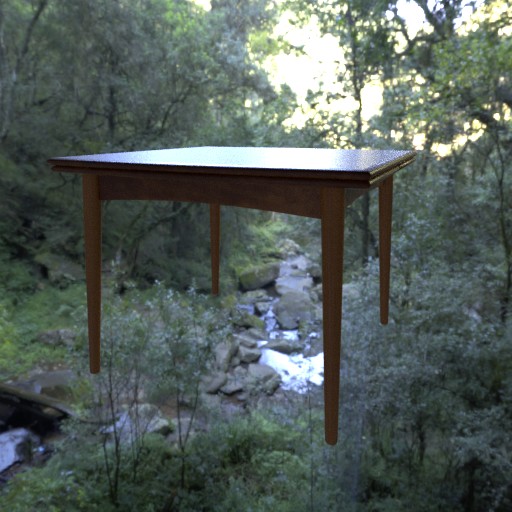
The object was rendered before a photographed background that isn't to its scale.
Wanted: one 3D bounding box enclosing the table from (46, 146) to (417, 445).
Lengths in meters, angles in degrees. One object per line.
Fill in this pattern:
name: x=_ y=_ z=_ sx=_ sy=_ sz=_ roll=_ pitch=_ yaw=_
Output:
table: x=0.000 y=0.000 z=1.676 sx=0.991 sy=0.754 sz=0.991 roll=7 pitch=18 yaw=24
